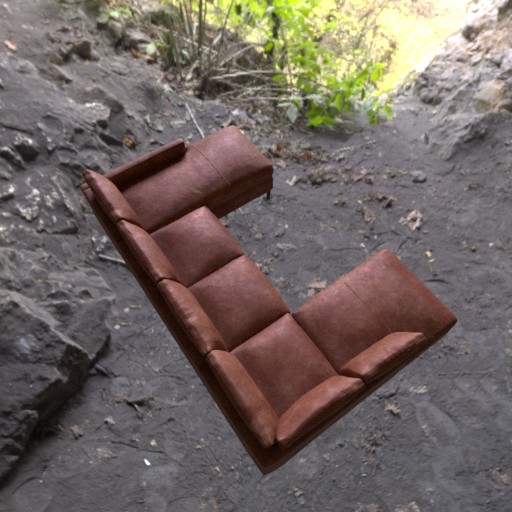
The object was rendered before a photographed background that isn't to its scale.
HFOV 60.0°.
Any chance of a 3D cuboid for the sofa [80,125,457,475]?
[{"bbox_3d":[0.000,0.000,3.941,1.939,0.900,2.956,-31,64,-17],"label":"sofa"}]
